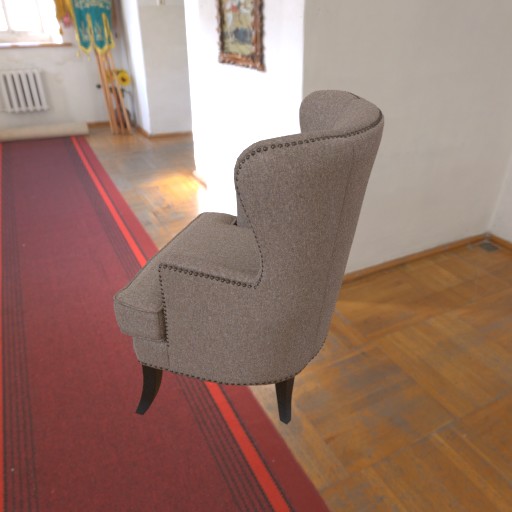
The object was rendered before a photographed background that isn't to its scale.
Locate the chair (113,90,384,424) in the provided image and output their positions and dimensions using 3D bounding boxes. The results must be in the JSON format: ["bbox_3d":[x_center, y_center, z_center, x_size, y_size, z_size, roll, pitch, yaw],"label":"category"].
[{"bbox_3d":[0.000,0.000,1.599,0.758,1.060,0.759,9,32,16],"label":"chair"}]
